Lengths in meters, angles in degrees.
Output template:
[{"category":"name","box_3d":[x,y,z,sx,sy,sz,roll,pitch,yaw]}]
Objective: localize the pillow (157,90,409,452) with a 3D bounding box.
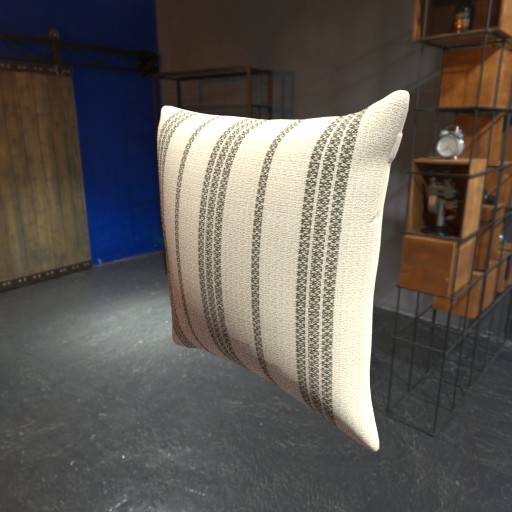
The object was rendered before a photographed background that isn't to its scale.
[{"category":"pillow","box_3d":[0.000,0.000,0.609,0.405,0.406,0.173,15,22,42]}]
